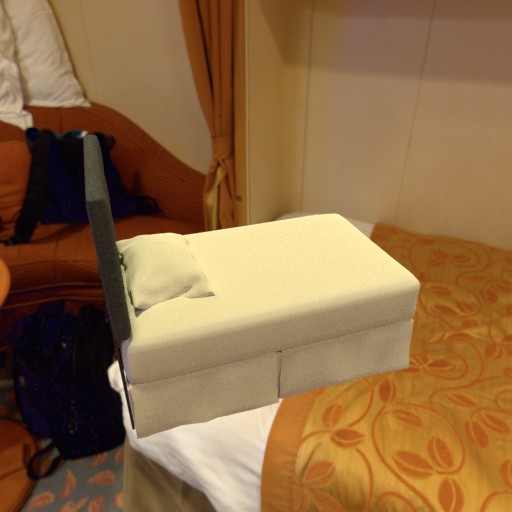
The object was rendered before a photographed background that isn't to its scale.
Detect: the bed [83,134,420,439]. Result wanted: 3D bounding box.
[{"bbox_3d":[0.000,0.000,3.068,1.997,1.571,1.261,-10,32,-16],"label":"bed"}]
